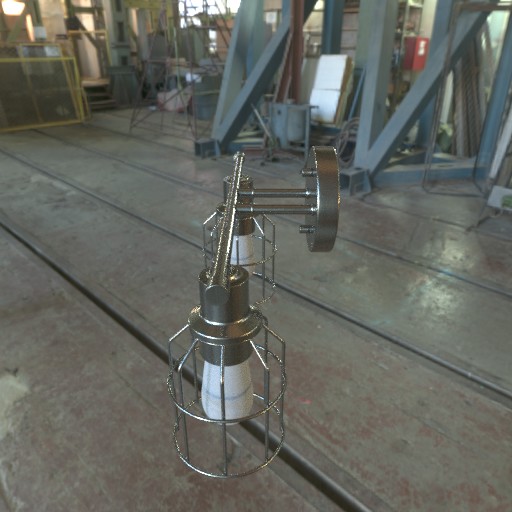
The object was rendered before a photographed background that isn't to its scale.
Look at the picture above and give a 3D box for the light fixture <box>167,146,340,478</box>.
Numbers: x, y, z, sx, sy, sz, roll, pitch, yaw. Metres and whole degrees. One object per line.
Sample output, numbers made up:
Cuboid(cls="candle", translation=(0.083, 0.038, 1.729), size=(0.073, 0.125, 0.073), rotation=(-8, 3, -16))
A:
Cuboid(cls="light fixture", translation=(0.000, 0.000, 0.522), size=(0.165, 0.254, 0.406), rotation=(0, 26, 0))
